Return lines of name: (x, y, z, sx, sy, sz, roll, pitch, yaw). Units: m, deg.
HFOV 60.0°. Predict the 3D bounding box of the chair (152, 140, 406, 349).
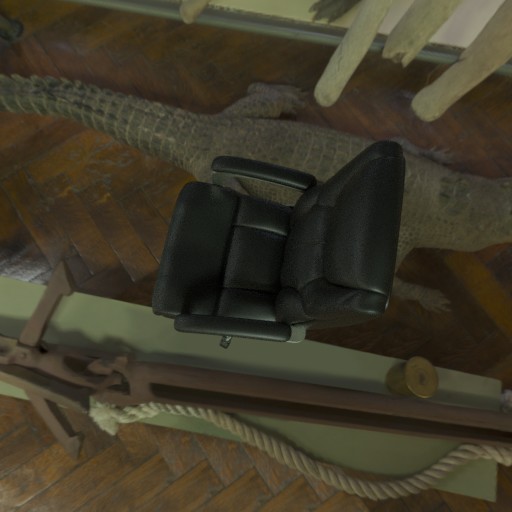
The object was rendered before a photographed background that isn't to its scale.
chair: (0.000, 0.000, 1.652, 0.739, 1.155, 0.663, 10, 75, 3)
